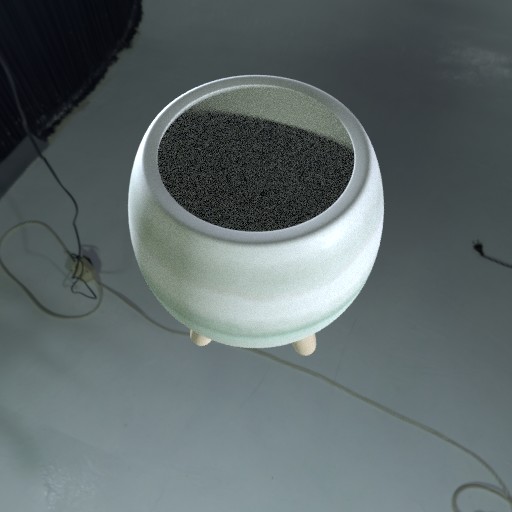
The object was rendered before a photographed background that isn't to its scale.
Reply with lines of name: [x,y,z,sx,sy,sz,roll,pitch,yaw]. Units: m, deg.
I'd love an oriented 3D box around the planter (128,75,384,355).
planter: [0.000,0.000,0.333,0.161,0.224,0.161,0,59,0]
